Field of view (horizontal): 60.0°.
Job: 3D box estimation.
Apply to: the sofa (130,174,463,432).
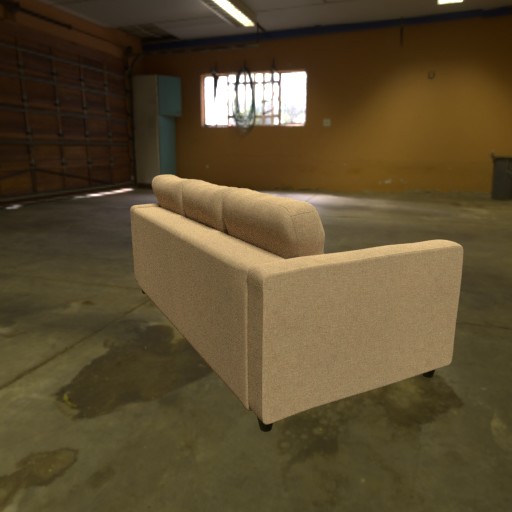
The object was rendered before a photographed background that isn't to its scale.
[{"bbox_3d":[0.000,0.000,2.393,0.930,0.800,1.855,-7,15,-27],"label":"sofa"}]
